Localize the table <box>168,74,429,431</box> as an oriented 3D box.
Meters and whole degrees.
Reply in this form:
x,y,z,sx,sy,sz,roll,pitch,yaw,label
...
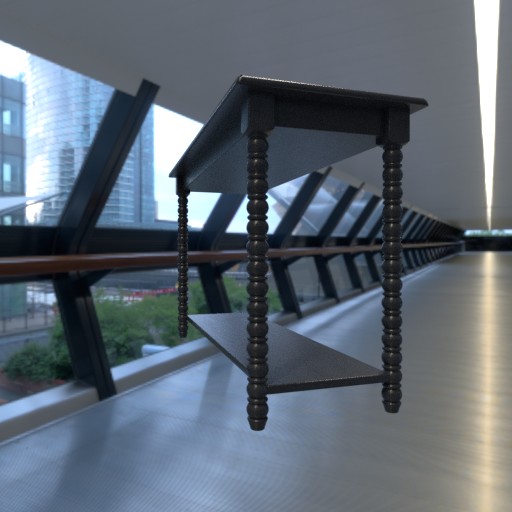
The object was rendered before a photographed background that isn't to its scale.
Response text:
x,y,z,sx,sy,sz,roll,pitch,yaw,label
0.000,0.000,1.511,0.459,0.735,1.184,0,1,-18,table
